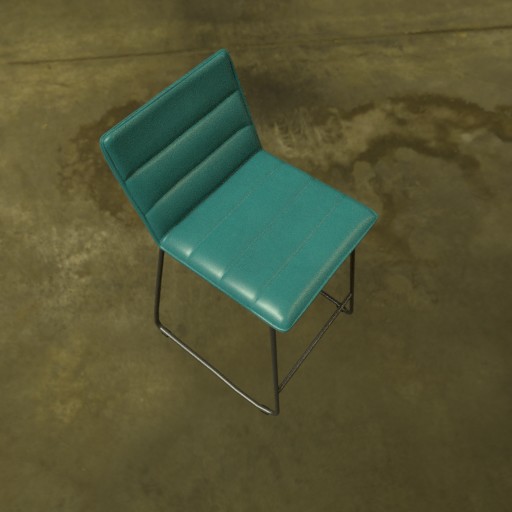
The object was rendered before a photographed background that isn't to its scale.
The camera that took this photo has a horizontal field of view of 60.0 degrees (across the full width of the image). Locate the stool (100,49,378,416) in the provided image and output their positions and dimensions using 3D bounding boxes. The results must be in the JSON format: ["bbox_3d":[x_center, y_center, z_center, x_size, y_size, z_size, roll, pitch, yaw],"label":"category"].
[{"bbox_3d":[0.000,0.000,1.219,0.524,0.866,0.489,34,64,19],"label":"stool"}]
